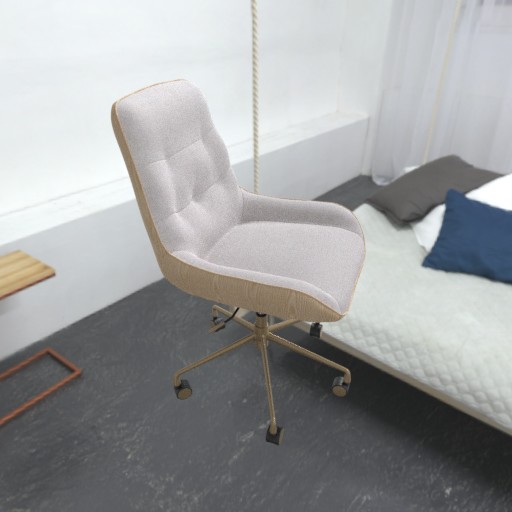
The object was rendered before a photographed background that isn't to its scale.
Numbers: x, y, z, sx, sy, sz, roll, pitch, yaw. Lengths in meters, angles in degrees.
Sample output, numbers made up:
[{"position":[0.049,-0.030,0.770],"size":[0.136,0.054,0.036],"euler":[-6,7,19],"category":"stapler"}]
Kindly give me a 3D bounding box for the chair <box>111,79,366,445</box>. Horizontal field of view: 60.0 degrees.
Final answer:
[{"position":[0.000,0.000,1.355],"size":[0.668,0.952,0.564],"euler":[11,32,17],"category":"chair"}]
